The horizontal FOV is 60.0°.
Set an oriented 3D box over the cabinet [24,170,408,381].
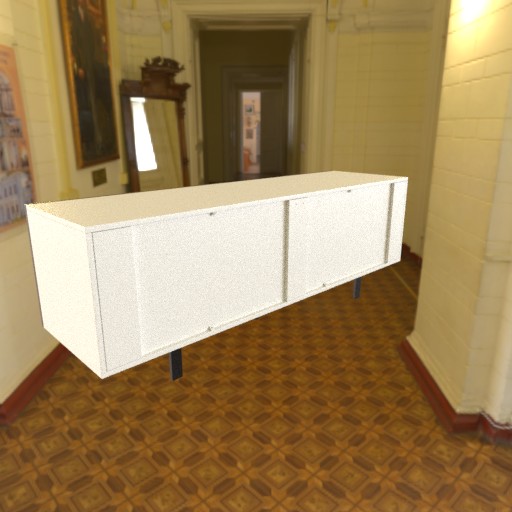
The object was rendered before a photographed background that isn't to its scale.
[{"bbox_3d":[0.000,0.000,1.742,1.499,0.533,0.431,-15,22,-41],"label":"cabinet"}]
